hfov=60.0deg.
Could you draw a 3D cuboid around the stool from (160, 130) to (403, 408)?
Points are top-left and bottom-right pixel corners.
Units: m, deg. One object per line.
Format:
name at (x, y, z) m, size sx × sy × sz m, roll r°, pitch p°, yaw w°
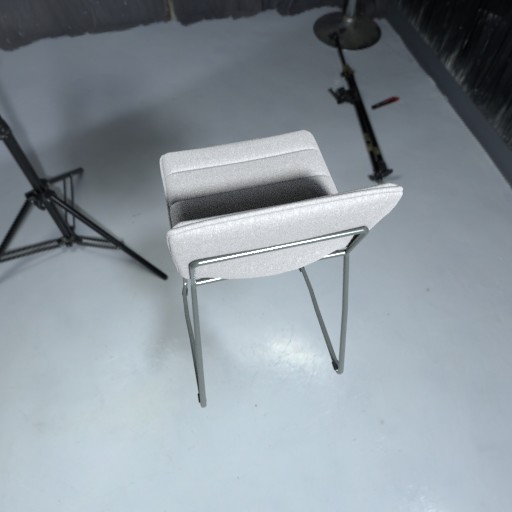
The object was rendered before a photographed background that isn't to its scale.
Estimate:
stool at (0.000, 0.000, 1.200) m, size 0.490 × 0.960 × 0.490 m, roll -11°, pitch 58°, yaw -7°
